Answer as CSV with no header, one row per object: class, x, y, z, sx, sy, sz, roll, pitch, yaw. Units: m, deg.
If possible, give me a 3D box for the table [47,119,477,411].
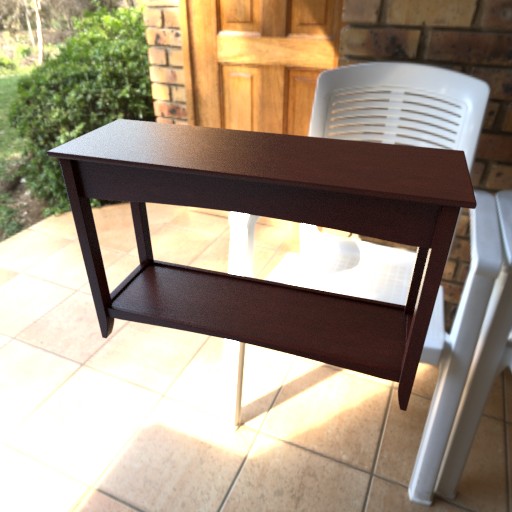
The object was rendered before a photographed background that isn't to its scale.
table,0.000,0.000,1.520,1.188,0.739,0.392,10,33,15
